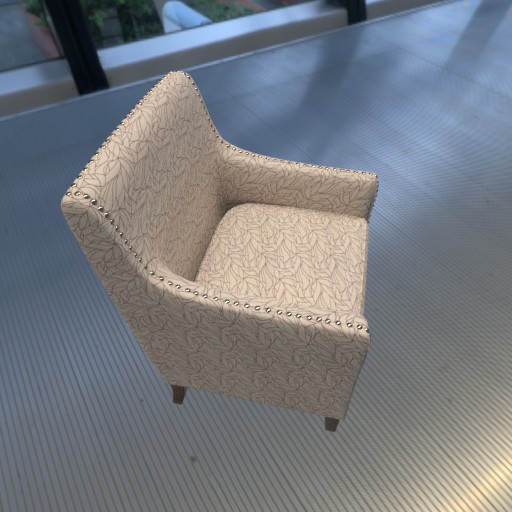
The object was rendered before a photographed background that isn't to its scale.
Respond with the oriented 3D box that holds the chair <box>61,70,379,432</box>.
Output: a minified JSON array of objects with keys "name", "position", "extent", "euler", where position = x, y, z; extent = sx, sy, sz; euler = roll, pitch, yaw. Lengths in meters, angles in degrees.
[{"name":"chair","position":[0.000,0.000,1.284],"extent":[0.651,0.816,0.623],"euler":[9,46,9]}]
